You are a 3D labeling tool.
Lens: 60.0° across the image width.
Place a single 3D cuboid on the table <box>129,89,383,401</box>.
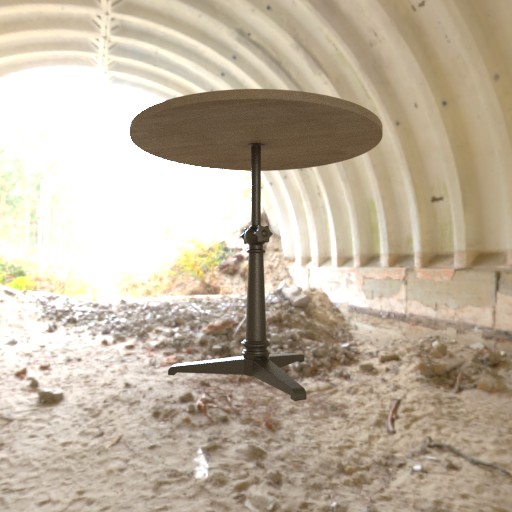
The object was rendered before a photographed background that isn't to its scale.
[{"bbox_3d":[0.000,0.000,1.447,0.800,0.780,0.800,0,-1,0],"label":"table"}]
